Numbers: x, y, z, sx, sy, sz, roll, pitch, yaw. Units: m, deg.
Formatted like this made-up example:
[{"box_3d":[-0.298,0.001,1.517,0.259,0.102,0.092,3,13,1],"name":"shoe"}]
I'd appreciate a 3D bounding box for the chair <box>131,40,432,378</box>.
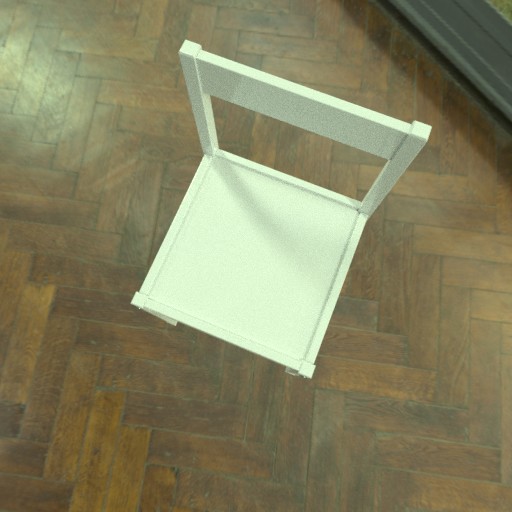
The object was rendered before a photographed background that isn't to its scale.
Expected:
[{"box_3d":[0.000,0.000,0.688,0.285,0.505,0.285,22,77,5],"name":"chair"}]
